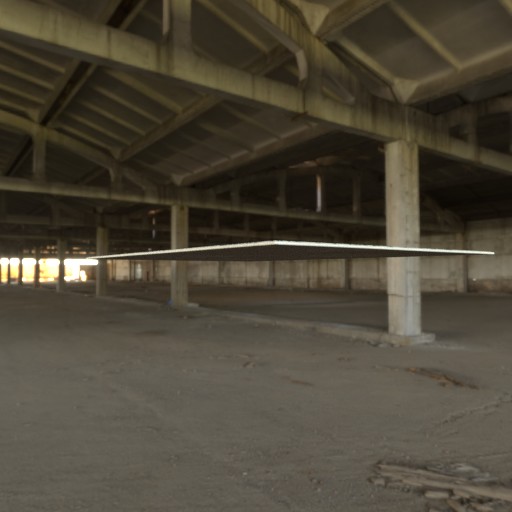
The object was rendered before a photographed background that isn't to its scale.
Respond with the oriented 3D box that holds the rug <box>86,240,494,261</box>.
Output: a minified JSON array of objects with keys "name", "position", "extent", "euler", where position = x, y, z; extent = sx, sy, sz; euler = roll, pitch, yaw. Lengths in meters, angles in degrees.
[{"name":"rug","position":[0.000,0.000,2.294],"extent":[1.213,0.012,1.831],"euler":[1,-2,-36]}]
